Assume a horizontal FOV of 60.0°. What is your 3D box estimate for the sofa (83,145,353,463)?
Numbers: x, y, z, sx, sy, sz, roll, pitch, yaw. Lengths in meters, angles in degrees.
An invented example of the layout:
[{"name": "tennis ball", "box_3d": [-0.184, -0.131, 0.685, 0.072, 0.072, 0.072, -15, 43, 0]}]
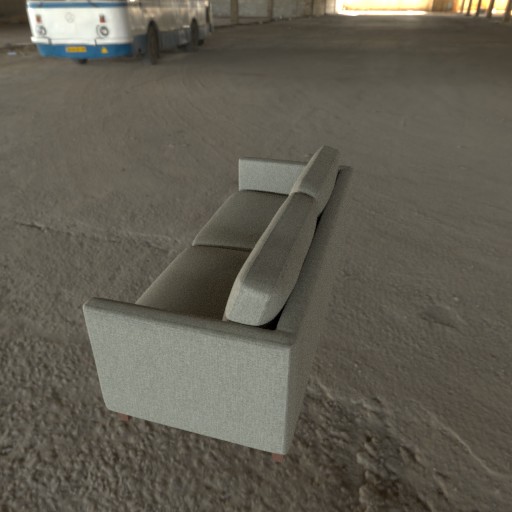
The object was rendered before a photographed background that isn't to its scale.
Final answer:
[{"name": "sofa", "box_3d": [0.000, 0.000, 2.800, 0.956, 0.960, 2.208, 8, 31, 14]}]
